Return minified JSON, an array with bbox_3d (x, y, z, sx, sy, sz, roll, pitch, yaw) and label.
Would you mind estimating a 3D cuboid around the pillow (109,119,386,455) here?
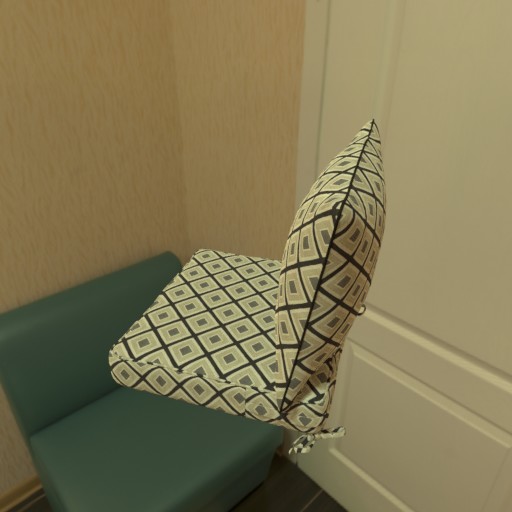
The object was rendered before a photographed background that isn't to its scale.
[{"bbox_3d":[0.000,0.000,1.376,0.733,0.722,0.798,9,31,15],"label":"pillow"}]
